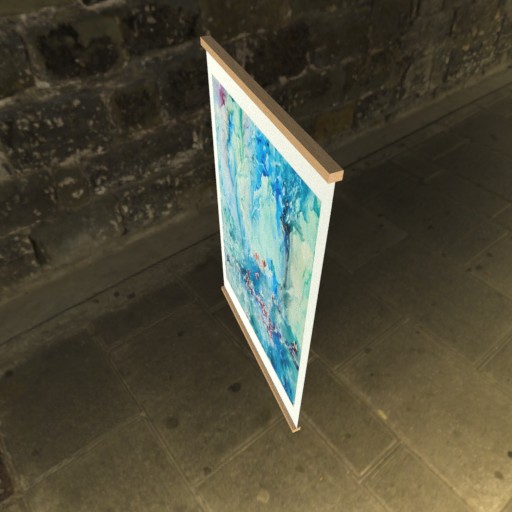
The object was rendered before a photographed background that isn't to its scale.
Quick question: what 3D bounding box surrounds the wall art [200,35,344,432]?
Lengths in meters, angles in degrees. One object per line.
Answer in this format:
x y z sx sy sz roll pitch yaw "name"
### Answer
0.000 0.000 1.311 0.027 1.020 0.669 -17 48 -16 "wall art"
